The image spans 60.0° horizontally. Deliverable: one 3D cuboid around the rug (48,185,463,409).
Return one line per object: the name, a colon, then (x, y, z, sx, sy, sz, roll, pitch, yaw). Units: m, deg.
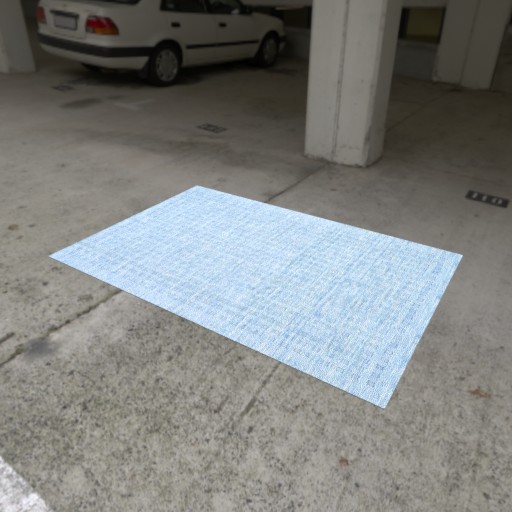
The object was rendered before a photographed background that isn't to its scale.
rug: (0.000, 0.000, 2.936, 2.286, 0.006, 1.522, 18, 35, 28)
